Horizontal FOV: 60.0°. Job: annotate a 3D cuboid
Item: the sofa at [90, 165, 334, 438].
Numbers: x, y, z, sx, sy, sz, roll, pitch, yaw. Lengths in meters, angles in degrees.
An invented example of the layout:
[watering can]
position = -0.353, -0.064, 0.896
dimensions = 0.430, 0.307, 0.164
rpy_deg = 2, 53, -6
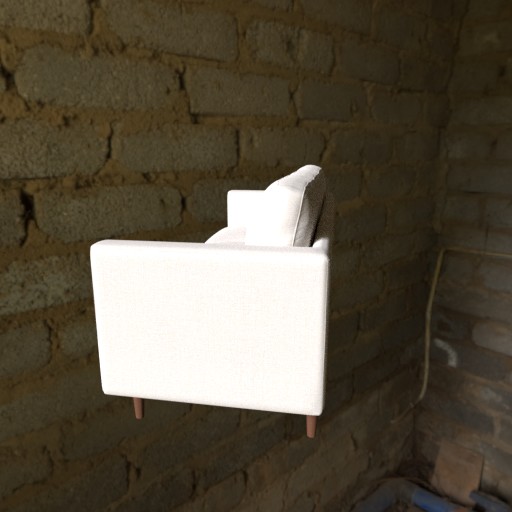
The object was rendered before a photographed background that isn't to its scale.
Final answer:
[sofa]
position = 0.000, 0.000, 2.384
dimensions = 0.802, 0.912, 2.029
rpy_deg = 2, 14, 10
